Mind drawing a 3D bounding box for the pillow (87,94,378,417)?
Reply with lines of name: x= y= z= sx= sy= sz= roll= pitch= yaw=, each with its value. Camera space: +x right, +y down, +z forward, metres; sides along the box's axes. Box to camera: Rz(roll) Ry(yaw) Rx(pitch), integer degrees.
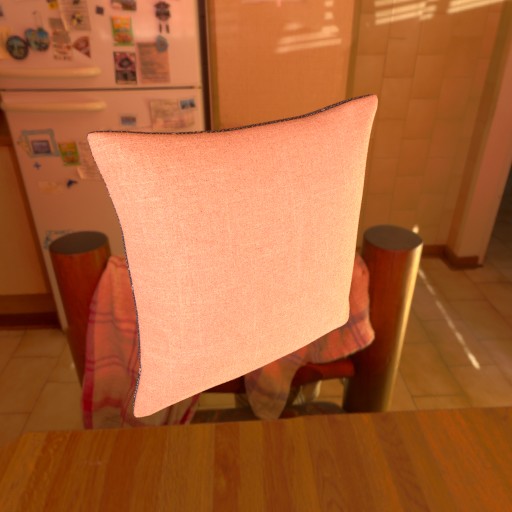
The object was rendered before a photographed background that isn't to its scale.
pillow: x=0.000 y=0.000 z=0.669 sx=0.435 sy=0.428 sz=0.148 roll=-18 pitch=34 yaw=-29
